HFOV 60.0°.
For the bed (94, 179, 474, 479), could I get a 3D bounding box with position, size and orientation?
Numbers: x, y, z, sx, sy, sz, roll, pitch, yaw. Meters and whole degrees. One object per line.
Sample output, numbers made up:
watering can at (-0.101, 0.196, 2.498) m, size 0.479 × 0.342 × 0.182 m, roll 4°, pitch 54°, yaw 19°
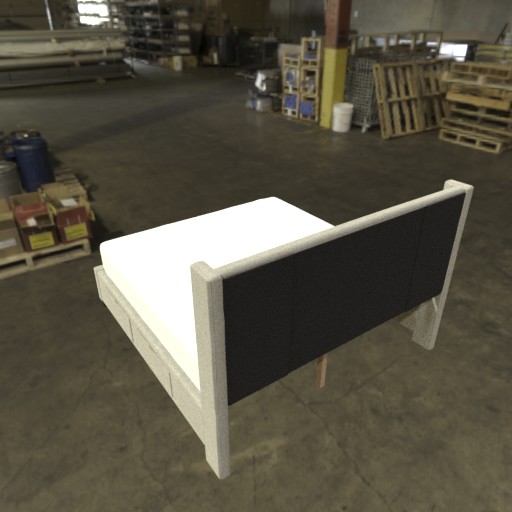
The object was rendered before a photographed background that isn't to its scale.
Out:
bed at (0.000, 0.000, 3.721) m, size 2.140 × 1.470 × 2.280 m, roll -19°, pitch 34°, yaw -30°
